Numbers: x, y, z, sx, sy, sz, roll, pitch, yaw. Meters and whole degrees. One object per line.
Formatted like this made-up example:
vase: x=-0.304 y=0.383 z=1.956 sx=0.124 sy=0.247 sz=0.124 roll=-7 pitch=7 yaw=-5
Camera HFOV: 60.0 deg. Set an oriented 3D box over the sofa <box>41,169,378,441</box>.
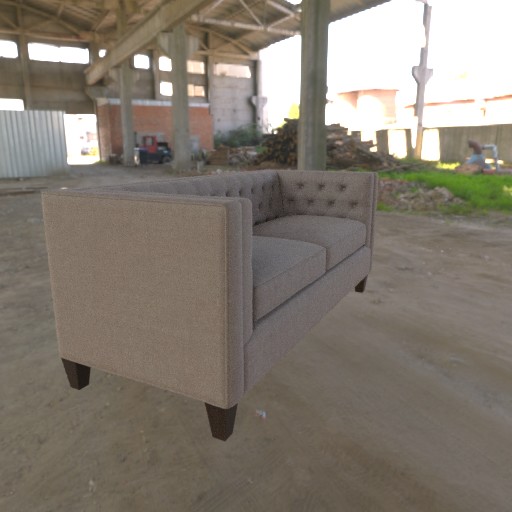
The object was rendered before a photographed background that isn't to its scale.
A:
sofa: x=0.000 y=0.000 z=2.210 sx=0.775 sy=0.762 sz=1.778 roll=7 pitch=15 yaw=27
